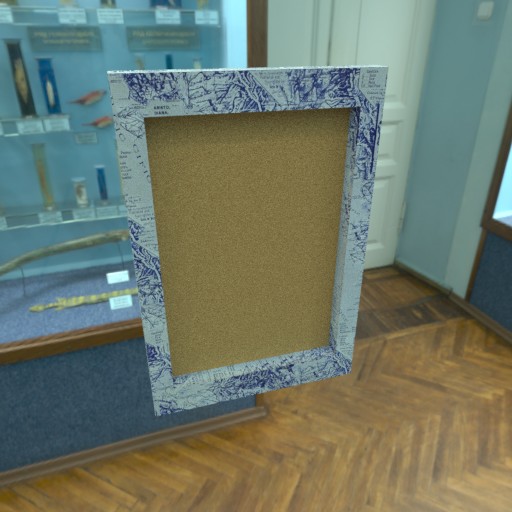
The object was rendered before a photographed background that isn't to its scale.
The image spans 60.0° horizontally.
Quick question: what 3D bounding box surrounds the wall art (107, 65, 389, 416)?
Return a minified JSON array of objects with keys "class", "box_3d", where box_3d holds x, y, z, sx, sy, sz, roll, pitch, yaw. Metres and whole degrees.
[{"class":"wall art","box_3d":[0.000,0.000,0.481,0.255,0.376,0.025,-8,28,-15]}]
